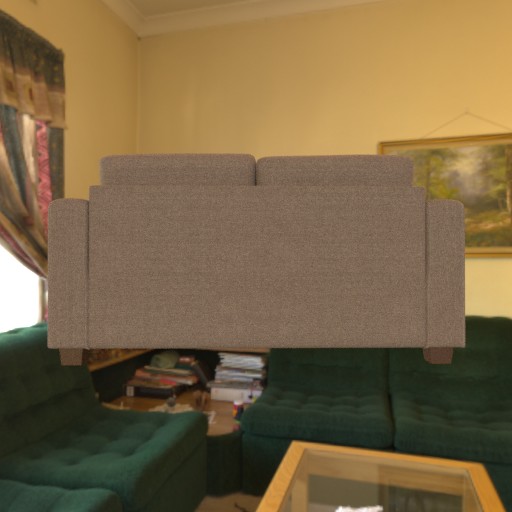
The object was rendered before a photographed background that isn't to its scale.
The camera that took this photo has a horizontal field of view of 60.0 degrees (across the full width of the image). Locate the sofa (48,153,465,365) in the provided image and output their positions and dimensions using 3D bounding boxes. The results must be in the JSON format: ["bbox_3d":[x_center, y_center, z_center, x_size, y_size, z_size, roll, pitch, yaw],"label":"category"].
[{"bbox_3d":[0.000,0.000,2.019,1.520,0.800,0.900,0,-1,-1],"label":"sofa"}]
